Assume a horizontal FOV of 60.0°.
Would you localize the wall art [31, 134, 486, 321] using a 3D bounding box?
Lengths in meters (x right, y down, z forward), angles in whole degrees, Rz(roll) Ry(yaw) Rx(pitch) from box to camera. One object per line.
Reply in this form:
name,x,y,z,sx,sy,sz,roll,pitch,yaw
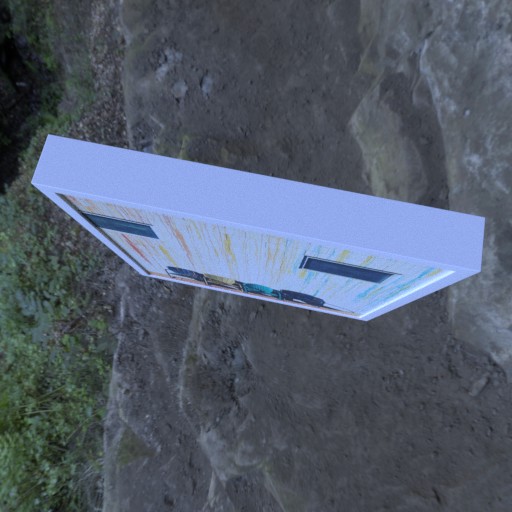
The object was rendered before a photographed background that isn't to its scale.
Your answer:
wall art,0.000,0.000,0.446,0.305,0.305,0.038,11,76,3
